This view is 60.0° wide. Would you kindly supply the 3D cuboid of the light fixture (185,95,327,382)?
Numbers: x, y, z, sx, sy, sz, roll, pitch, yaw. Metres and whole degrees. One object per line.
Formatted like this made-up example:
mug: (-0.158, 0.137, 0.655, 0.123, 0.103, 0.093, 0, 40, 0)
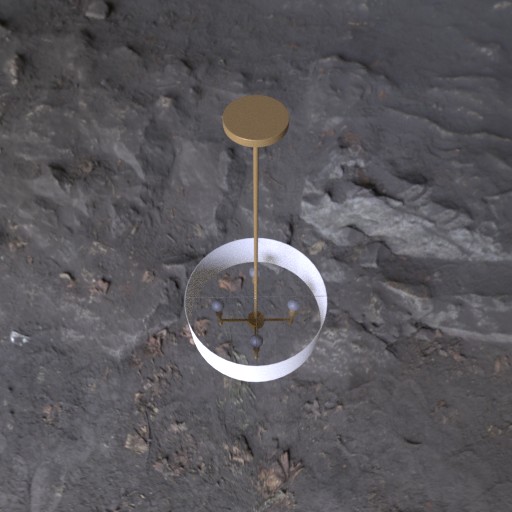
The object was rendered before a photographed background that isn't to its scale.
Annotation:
light fixture: (0.000, 0.000, 1.350, 0.508, 1.067, 0.508, 0, 58, 0)
